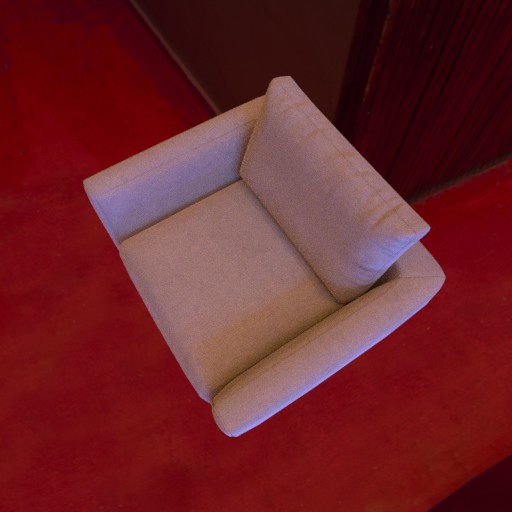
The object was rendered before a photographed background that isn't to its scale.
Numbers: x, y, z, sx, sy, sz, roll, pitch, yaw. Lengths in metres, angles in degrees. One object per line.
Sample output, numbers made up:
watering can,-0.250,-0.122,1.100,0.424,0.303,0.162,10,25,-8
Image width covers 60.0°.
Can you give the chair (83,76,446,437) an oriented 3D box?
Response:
chair,0.000,0.000,1.688,0.889,0.864,1.041,-30,67,-14
